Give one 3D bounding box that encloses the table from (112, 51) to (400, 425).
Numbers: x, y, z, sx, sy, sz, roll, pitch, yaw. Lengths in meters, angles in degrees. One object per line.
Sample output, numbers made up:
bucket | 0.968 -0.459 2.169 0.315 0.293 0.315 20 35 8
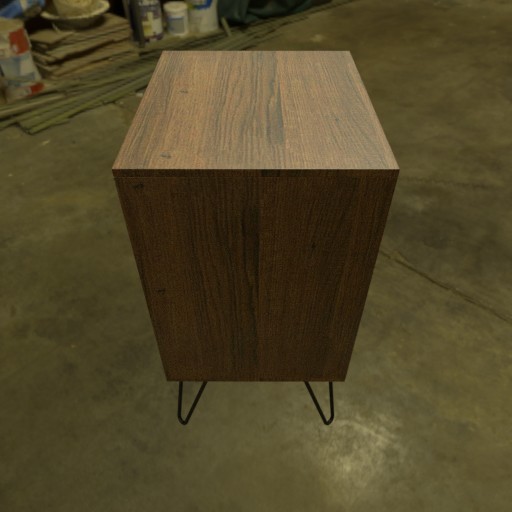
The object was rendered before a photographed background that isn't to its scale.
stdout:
table | 0.000 0.000 1.175 0.457 0.866 0.526 0 44 0
